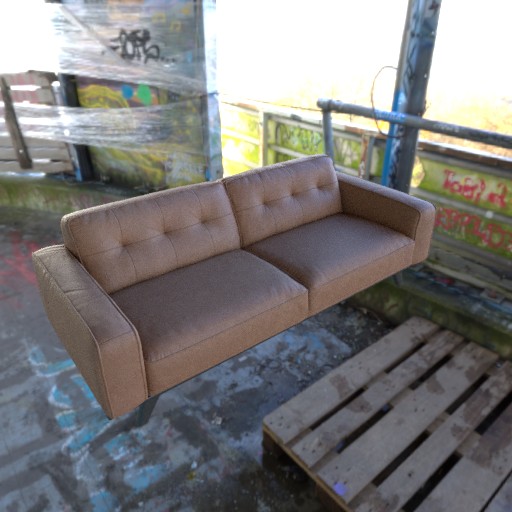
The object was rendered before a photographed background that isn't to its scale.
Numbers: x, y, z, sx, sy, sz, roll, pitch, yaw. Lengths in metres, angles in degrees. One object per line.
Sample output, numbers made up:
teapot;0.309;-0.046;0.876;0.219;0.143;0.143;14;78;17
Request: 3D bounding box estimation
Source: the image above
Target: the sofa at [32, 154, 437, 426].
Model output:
sofa;0.000;0.000;2.645;2.270;0.780;0.953;-21;35;-33
